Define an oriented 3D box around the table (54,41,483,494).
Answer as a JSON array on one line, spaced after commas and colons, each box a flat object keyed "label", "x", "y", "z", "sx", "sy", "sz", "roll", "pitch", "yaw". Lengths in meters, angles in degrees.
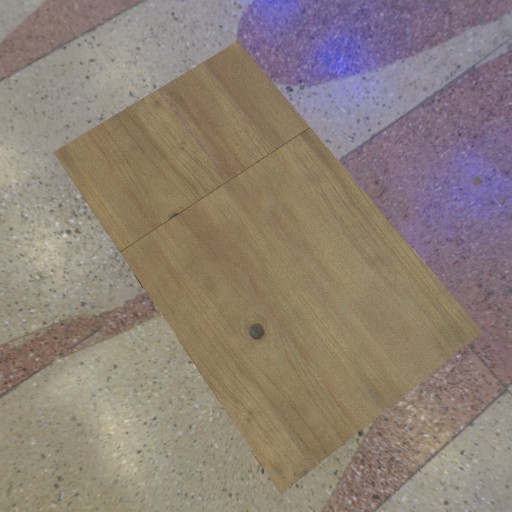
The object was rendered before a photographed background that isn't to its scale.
[{"label": "table", "x": 0.000, "y": 0.000, "z": 1.400, "sx": 0.655, "sy": 0.395, "sz": 1.101, "roll": -35, "pitch": 78, "yaw": -9}]
